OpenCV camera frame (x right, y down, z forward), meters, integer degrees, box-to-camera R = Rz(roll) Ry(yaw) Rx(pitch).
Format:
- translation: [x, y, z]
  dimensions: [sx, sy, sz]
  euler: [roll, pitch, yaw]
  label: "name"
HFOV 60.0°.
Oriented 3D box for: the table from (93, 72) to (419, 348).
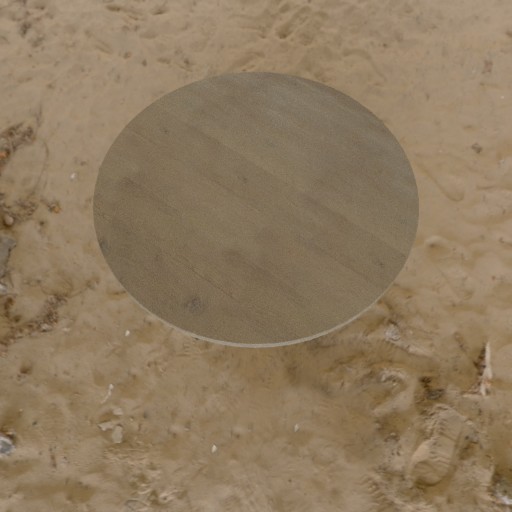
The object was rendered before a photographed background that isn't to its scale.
- translation: [0.000, 0.000, 1.449]
  dimensions: [0.800, 0.780, 0.800]
  euler: [0, 64, 0]
  label: "table"
